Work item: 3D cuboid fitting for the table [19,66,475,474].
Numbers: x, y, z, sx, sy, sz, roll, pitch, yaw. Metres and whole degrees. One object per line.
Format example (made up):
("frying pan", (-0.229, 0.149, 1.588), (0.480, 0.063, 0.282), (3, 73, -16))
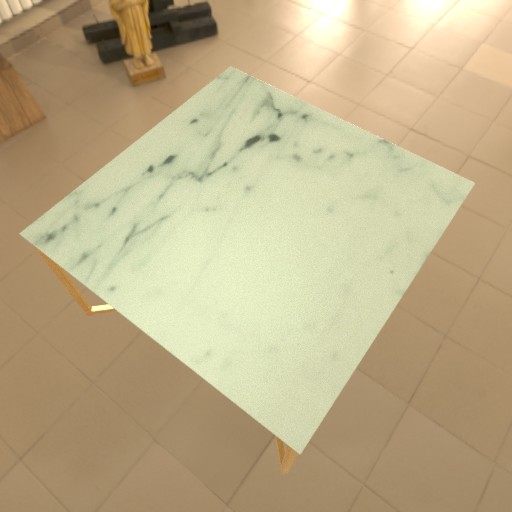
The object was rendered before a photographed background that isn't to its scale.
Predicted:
("table", (0.000, 0.000, 1.279), (0.800, 0.450, 0.800), (33, 63, 19))
